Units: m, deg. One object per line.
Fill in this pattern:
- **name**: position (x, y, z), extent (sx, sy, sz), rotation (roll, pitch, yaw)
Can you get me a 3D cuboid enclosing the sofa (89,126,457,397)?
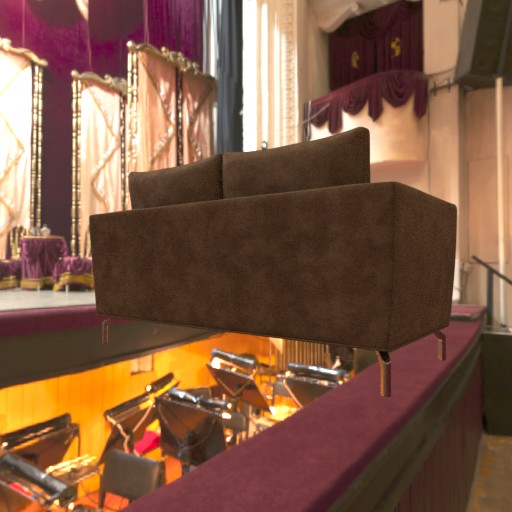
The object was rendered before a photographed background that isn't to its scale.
- **sofa**: position (0.000, 0.000, 2.363), extent (1.832, 1.013, 0.855), rotation (-1, -1, 37)
